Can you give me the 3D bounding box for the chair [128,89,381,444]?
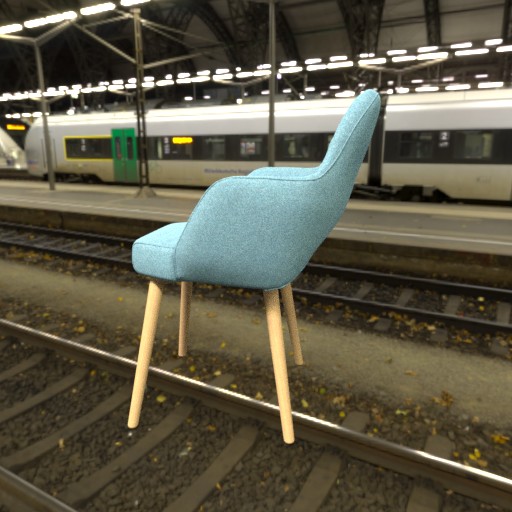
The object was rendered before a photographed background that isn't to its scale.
[{"bbox_3d":[0.000,0.000,1.324,0.666,0.920,0.589,2,14,9],"label":"chair"}]
